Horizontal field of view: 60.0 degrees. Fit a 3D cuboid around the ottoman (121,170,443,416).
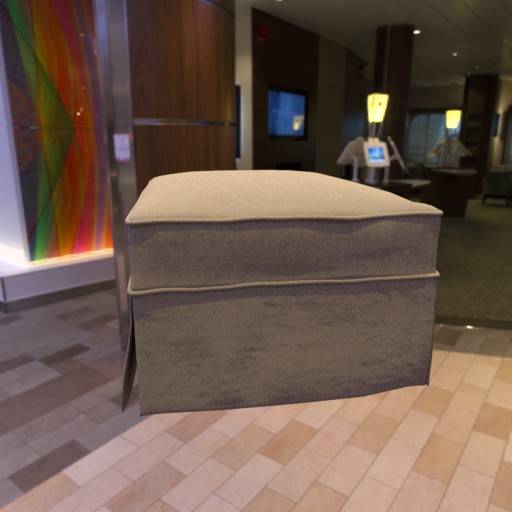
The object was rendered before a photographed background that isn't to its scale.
[{"bbox_3d":[0.000,0.000,1.322,0.703,0.479,0.944,-2,15,-9],"label":"ottoman"}]
